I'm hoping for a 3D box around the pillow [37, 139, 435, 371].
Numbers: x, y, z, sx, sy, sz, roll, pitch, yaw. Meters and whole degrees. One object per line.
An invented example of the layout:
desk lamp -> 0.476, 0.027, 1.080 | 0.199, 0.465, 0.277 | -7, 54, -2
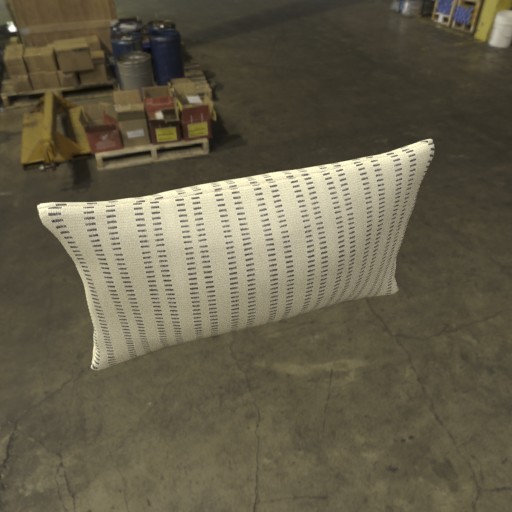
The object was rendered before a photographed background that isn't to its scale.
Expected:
pillow -> 0.000, 0.000, 0.786 | 0.640, 0.353, 0.210 | -12, 42, -14
